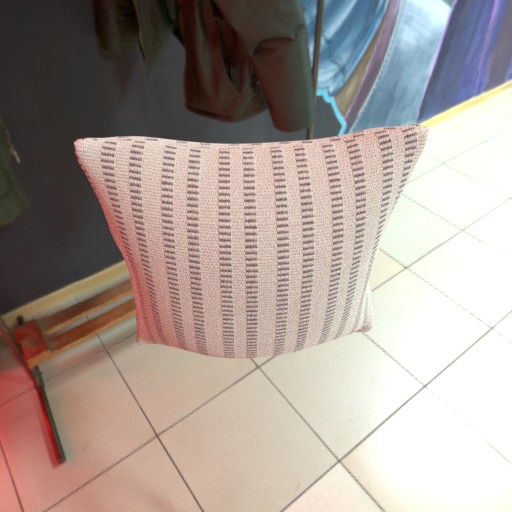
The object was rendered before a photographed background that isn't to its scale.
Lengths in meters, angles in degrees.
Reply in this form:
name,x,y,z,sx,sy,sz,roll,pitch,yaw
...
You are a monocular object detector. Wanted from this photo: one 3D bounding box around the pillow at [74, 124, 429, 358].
name,x,y,z,sx,sy,sz,roll,pitch,yaw
pillow,0.000,0.000,0.679,0.438,0.419,0.247,-3,44,-3
